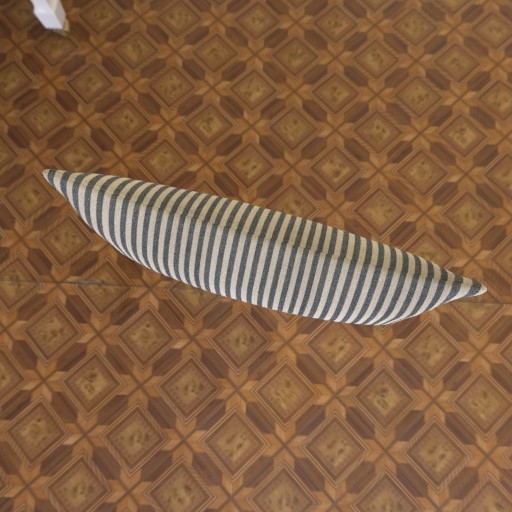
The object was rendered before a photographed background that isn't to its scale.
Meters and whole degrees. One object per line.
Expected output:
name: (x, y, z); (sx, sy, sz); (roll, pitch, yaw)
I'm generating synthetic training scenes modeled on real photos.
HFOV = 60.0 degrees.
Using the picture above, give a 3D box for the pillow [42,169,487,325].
pillow: (0.000, 0.000, 0.730); (0.617, 0.295, 0.151); (15, 76, 4)
